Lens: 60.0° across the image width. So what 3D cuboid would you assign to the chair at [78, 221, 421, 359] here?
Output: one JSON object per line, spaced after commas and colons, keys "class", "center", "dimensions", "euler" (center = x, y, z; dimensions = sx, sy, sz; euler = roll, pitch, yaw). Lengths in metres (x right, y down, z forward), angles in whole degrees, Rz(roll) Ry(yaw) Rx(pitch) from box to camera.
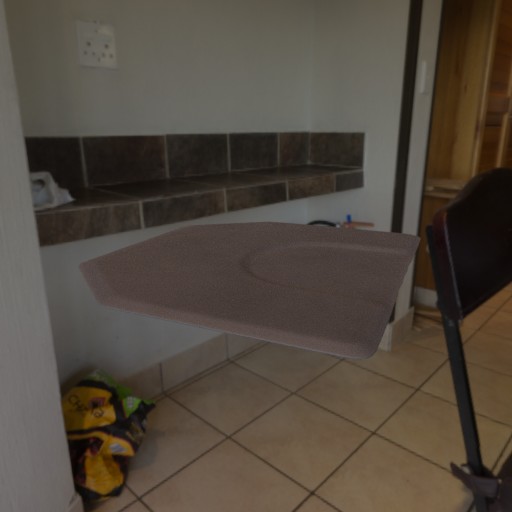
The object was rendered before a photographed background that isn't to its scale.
{"class": "chair", "center": [0.000, 0.000, 1.879], "dimensions": [1.219, 0.024, 1.372], "euler": [7, 18, 23]}
